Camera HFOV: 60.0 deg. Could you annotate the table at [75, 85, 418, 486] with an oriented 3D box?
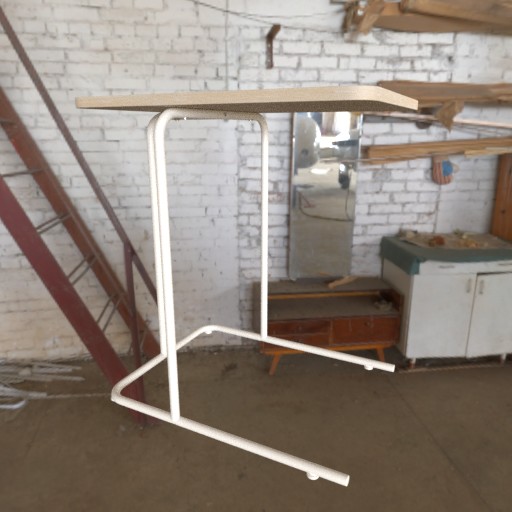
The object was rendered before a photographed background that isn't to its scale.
[{"bbox_3d":[0.000,0.000,0.826,0.480,0.550,0.370,8,18,26],"label":"table"}]
